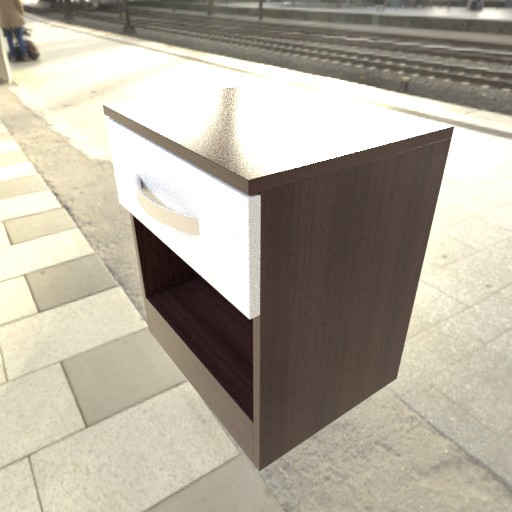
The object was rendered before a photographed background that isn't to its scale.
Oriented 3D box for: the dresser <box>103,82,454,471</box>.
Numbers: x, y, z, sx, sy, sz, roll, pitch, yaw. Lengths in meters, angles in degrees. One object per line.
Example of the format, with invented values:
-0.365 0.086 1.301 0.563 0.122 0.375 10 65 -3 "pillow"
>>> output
0.000 0.000 0.756 0.360 0.470 0.400 -20 37 -30 "dresser"
